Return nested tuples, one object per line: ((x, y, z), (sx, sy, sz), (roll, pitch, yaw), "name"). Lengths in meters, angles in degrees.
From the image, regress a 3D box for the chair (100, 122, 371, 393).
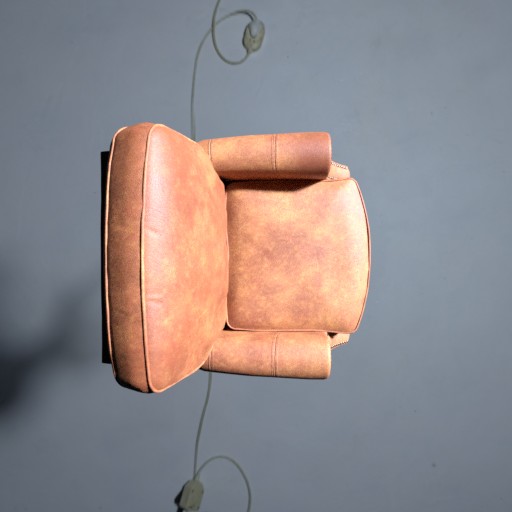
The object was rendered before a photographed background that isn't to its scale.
((0.000, 0.000, 1.747), (0.986, 1.018, 0.936), (0, 91, 0), "chair")
